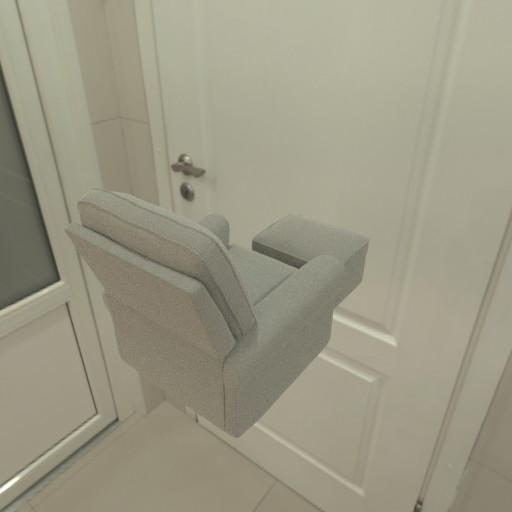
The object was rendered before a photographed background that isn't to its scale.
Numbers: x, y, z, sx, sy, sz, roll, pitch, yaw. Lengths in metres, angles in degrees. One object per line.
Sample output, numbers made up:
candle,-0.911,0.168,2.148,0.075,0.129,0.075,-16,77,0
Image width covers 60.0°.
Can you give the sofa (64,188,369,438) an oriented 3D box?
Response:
sofa,0.000,0.000,2.152,0.880,0.959,1.478,22,38,32
